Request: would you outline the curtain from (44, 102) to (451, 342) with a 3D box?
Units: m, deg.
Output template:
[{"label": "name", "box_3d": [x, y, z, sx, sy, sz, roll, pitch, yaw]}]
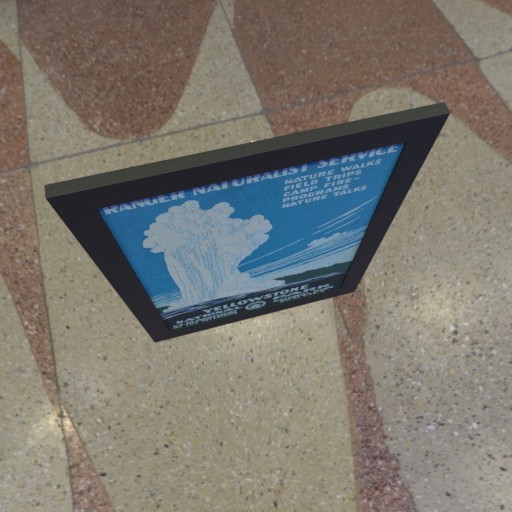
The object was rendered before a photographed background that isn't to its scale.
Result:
[{"label": "curtain", "box_3d": [0.000, 0.000, 0.779, 0.483, 0.585, 0.027, -13, 64, -7]}]
